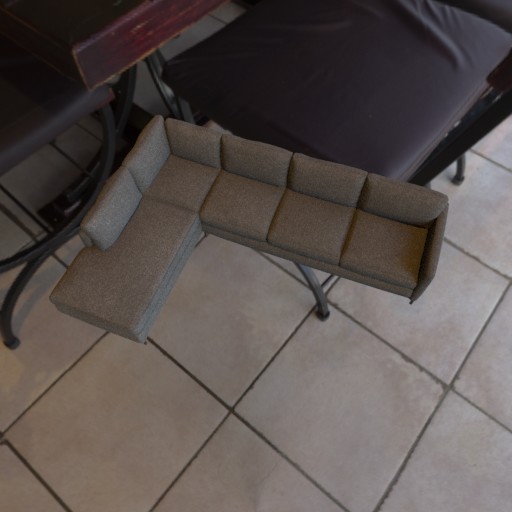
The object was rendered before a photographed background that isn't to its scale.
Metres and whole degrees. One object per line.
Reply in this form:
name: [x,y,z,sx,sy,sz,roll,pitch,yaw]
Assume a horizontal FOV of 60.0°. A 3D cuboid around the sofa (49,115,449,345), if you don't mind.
sofa: [0.000,0.000,3.852,2.949,0.815,2.007,18,62,10]
